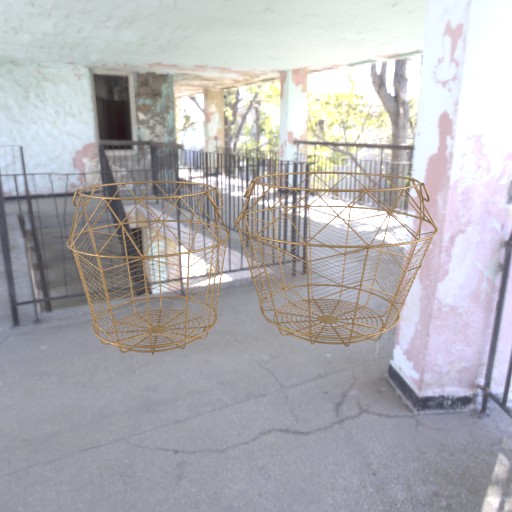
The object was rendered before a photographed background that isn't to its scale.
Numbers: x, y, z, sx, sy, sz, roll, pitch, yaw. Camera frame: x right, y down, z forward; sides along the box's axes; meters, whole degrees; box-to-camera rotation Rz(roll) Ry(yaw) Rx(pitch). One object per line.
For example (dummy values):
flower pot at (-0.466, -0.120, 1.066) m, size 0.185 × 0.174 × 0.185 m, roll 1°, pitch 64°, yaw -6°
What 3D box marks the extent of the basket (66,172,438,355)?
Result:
basket at (0.000, 0.000, 1.014) m, size 0.805 × 0.343 × 0.451 m, roll -2°, pitch 16°, yaw -8°
